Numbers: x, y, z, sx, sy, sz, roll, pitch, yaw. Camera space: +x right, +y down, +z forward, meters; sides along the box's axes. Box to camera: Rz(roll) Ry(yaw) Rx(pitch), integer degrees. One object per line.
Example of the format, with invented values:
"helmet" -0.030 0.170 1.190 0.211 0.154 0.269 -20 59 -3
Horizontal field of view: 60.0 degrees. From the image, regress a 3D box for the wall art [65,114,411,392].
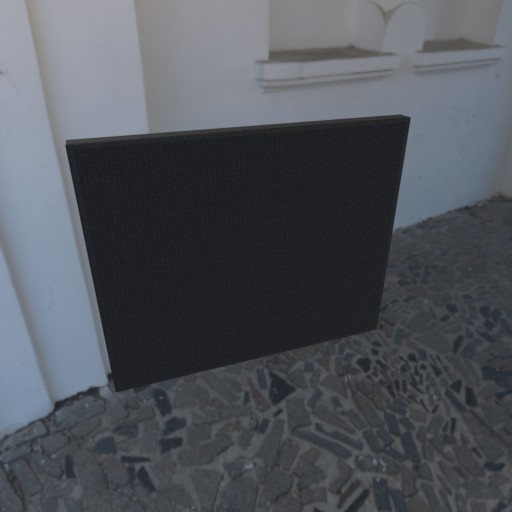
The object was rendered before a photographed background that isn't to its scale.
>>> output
"wall art" 0.000 0.000 0.803 0.559 0.458 0.029 -10 30 -17
